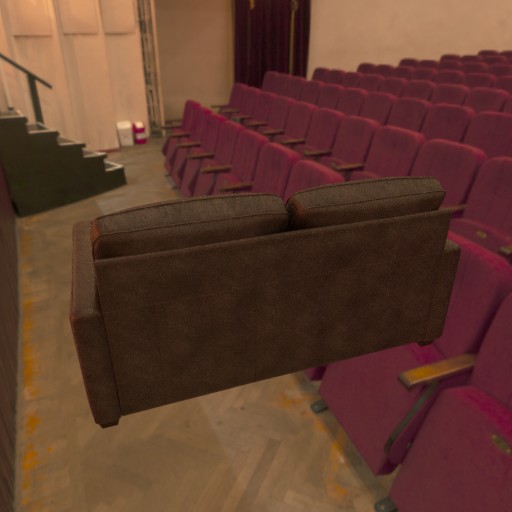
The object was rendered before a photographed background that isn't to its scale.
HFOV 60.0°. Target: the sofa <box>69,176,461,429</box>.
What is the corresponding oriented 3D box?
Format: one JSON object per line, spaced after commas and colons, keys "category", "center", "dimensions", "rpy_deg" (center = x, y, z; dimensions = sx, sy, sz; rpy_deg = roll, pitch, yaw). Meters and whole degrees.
{"category": "sofa", "center": [0.000, 0.000, 2.237], "dimensions": [1.732, 0.916, 0.939], "rpy_deg": [-9, 28, -18]}
